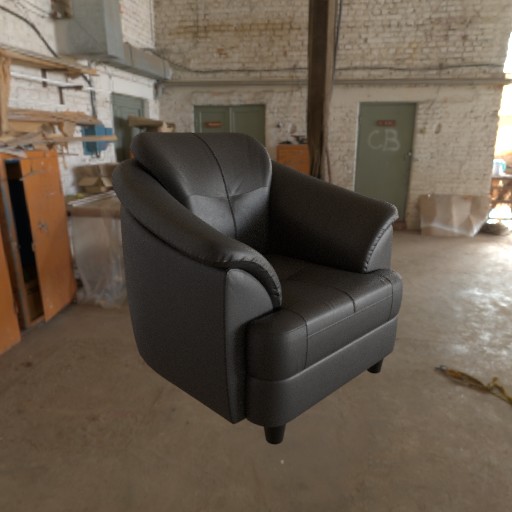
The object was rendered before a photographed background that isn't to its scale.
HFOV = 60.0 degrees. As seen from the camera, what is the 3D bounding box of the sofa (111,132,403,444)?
[{"bbox_3d":[0.000,0.000,1.502,0.794,0.811,0.870,15,21,43],"label":"sofa"}]
